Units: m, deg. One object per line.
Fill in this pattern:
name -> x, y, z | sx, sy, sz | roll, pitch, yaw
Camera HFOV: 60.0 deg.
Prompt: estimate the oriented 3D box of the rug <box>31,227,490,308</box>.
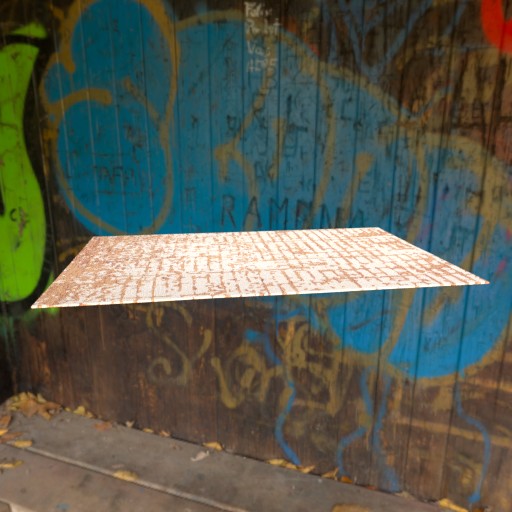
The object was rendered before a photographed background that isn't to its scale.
rug -> 0.000, 0.000, 3.043 | 2.435, 0.011, 1.517 | -2, 16, -8
